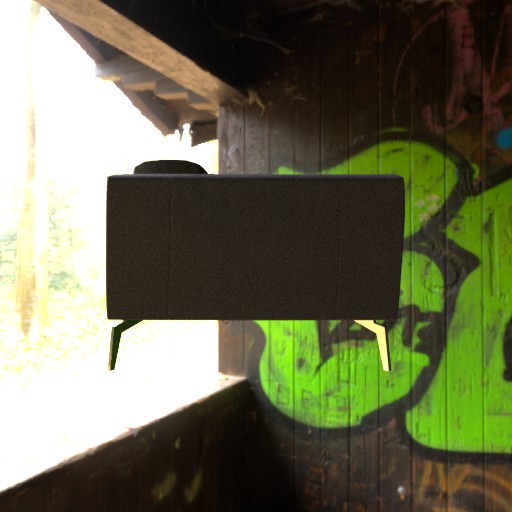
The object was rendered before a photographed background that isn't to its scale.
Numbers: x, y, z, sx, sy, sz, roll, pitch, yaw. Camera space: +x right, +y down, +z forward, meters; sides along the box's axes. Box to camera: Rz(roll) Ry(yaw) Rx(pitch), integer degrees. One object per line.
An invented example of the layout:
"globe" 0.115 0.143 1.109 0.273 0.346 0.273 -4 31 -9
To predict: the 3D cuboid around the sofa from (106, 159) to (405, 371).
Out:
"sofa" 0.000 0.000 2.364 1.003 0.779 1.895 0 -1 0
